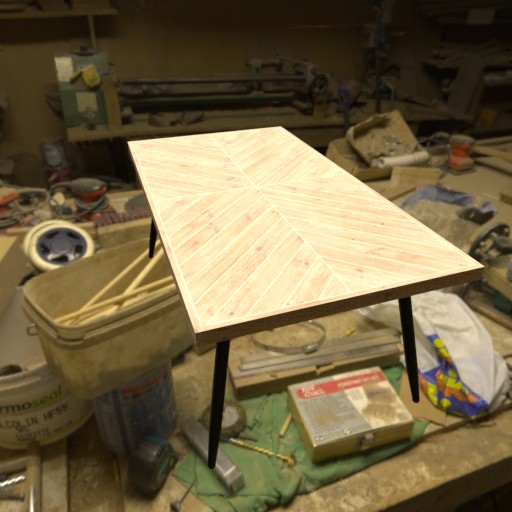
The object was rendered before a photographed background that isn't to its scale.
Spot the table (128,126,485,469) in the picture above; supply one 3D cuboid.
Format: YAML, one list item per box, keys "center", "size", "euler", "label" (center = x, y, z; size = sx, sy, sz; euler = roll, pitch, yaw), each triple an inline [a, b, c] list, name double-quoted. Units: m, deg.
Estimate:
- center: [0.000, 0.000, 2.271]
  size: [0.991, 0.762, 1.803]
  euler: [-11, 33, -17]
  label: "table"
